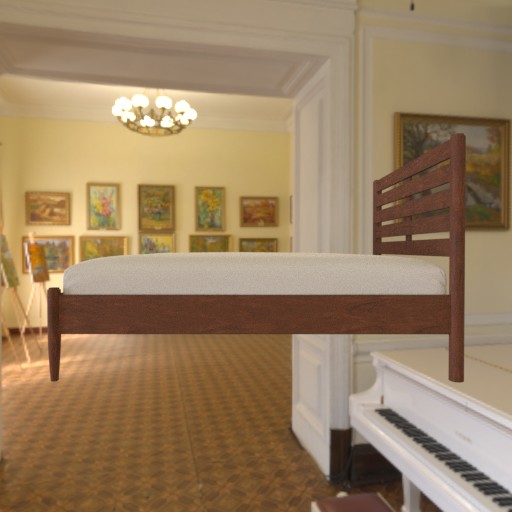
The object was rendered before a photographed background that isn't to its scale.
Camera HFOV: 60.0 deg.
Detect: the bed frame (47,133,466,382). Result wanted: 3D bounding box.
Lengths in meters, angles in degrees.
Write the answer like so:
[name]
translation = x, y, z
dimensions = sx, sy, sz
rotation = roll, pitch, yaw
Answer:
[bed frame]
translation = 0.000, 0.000, 3.166
dimensions = 2.234, 1.321, 1.655
rotation = 0, 1, 0
